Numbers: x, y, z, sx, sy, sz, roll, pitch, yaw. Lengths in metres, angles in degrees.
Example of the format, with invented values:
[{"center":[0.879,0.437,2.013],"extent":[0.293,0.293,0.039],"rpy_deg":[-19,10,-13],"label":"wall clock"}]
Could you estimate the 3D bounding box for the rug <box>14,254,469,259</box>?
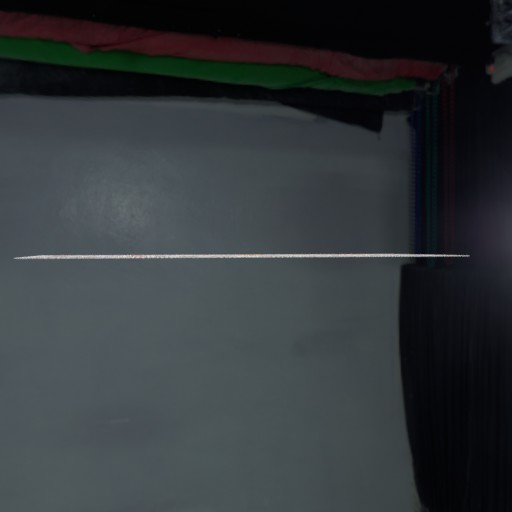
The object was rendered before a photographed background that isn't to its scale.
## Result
[{"center":[0.000,0.000,2.639],"extent":[2.432,0.008,0.766],"rpy_deg":[0,1,-18],"label":"rug"}]
